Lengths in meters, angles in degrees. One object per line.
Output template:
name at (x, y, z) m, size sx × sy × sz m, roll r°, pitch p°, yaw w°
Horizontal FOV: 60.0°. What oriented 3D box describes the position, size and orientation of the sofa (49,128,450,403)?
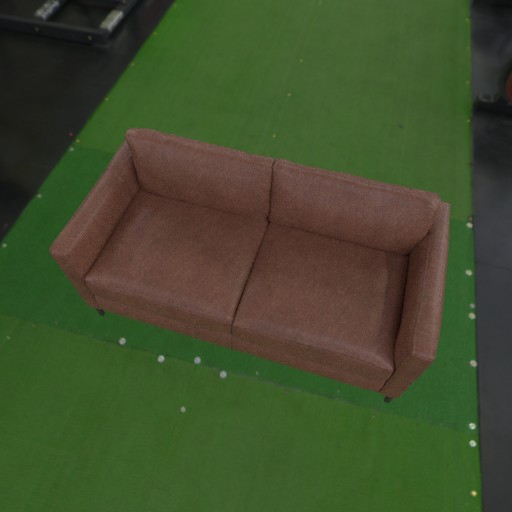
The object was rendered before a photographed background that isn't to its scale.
sofa at (0.000, 0.000, 2.310) m, size 1.797 × 0.883 × 0.899 m, roll 14°, pitch 58°, yaw 9°
